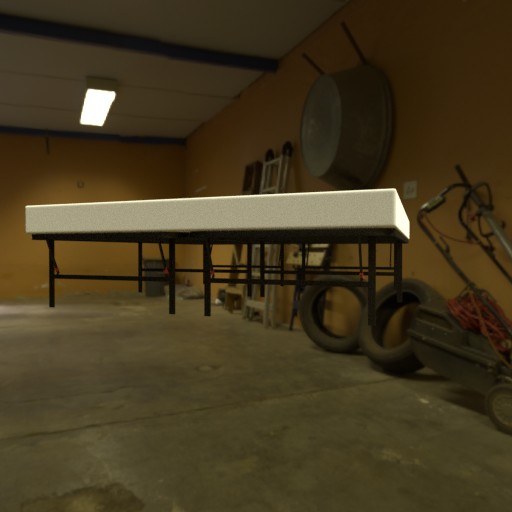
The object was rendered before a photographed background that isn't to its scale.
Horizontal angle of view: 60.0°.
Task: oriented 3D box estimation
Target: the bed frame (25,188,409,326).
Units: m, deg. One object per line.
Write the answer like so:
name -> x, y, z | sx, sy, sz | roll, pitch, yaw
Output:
bed frame -> 0.000, 0.000, 3.030 | 1.930, 0.559, 2.032 | 0, 1, 20
